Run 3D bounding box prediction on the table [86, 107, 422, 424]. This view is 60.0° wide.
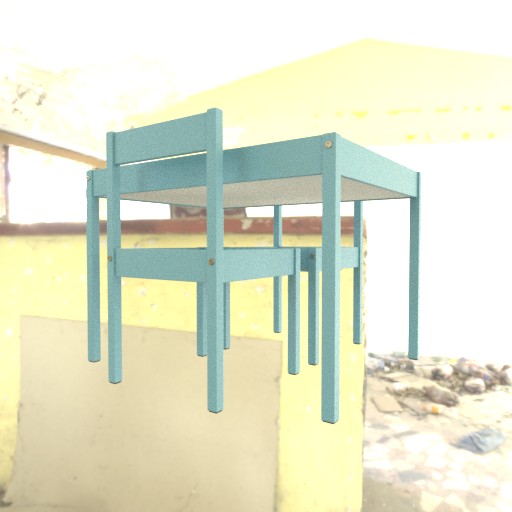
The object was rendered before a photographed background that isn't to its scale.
[{"bbox_3d":[0.000,0.000,1.063,0.639,0.503,0.633,1,2,35],"label":"table"}]
